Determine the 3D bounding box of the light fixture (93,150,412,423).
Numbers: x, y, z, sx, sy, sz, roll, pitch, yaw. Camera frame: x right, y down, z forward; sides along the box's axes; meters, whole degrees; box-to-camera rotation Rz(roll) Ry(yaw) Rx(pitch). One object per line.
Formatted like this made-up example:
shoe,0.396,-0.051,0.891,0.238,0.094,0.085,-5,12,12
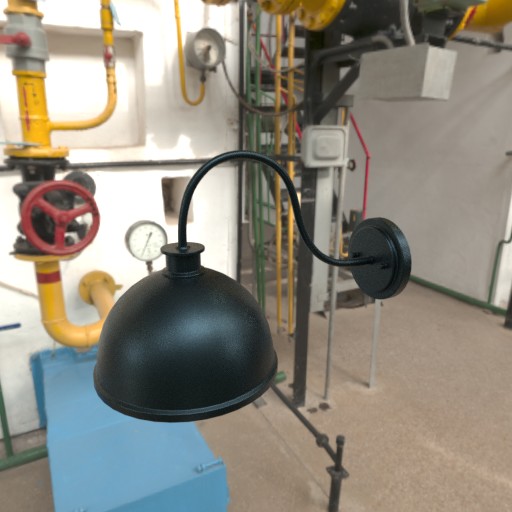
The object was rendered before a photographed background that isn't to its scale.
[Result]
light fixture,0.000,0.000,0.631,0.467,0.295,0.253,-8,18,-25
